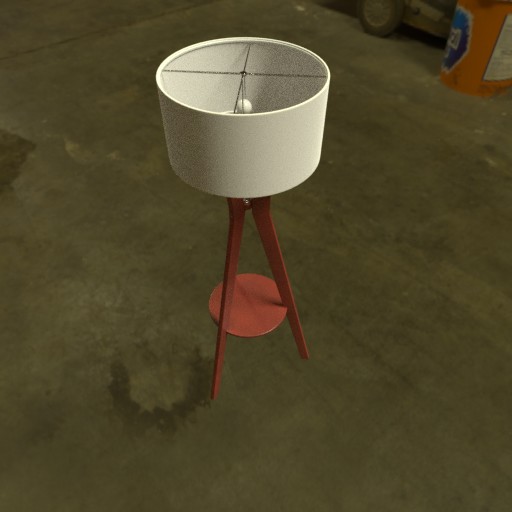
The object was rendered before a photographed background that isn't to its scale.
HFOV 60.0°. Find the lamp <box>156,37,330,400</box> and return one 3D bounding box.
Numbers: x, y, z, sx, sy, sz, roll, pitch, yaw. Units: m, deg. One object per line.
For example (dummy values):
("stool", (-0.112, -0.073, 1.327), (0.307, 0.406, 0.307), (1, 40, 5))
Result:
("lamp", (0.000, 0.000, 1.747), (0.542, 1.472, 0.539), (4, 47, 3))
